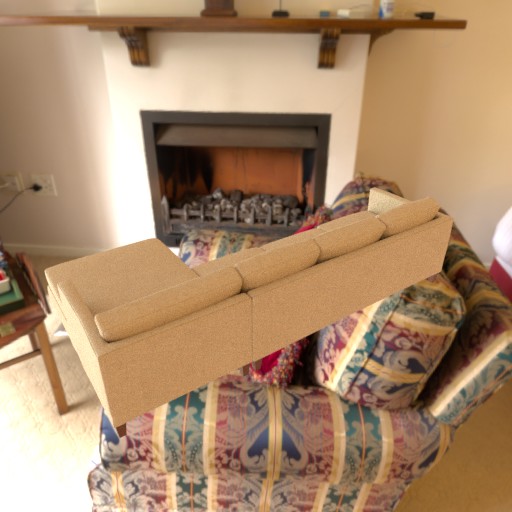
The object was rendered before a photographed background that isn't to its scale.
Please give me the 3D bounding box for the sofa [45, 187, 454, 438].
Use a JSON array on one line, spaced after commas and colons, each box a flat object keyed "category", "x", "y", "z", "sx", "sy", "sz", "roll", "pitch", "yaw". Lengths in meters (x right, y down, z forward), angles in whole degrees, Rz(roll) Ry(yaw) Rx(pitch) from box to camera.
[{"category": "sofa", "x": 0.000, "y": 0.000, "z": 3.863, "sx": 3.186, "sy": 0.846, "sz": 1.625, "roll": -19, "pitch": 35, "yaw": -29}]
